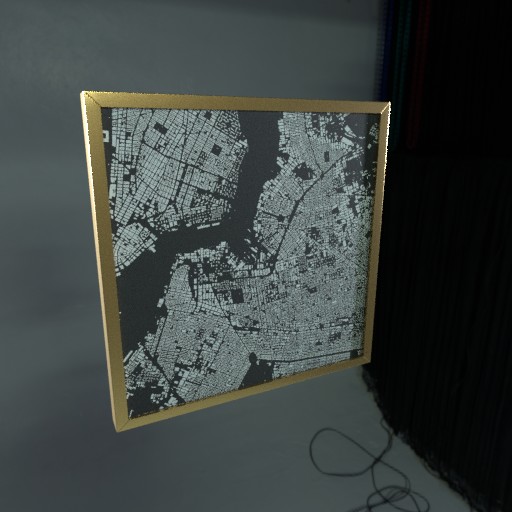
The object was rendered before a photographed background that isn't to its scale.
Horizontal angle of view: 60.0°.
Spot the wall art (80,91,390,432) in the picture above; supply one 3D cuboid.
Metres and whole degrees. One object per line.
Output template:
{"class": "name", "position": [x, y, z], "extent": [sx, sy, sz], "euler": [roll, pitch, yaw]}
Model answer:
{"class": "wall art", "position": [0.000, 0.000, 0.454], "extent": [0.305, 0.305, 0.023], "euler": [-8, 17, -25]}
